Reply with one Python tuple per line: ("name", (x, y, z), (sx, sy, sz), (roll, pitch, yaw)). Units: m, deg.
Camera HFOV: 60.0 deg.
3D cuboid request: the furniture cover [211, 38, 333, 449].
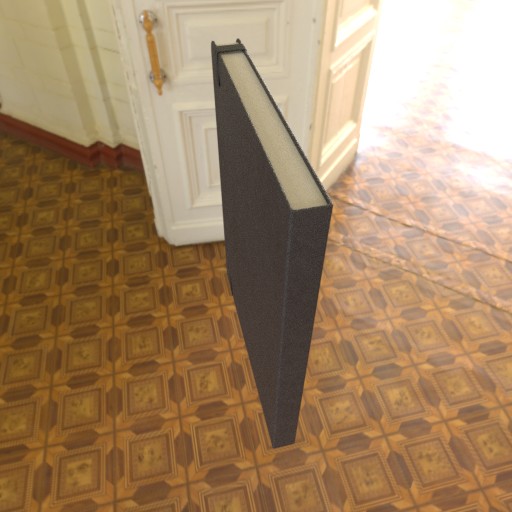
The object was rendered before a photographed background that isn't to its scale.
("furniture cover", (0.000, 0.000, 0.373), (0.023, 0.281, 0.216), (-10, 47, -9))
